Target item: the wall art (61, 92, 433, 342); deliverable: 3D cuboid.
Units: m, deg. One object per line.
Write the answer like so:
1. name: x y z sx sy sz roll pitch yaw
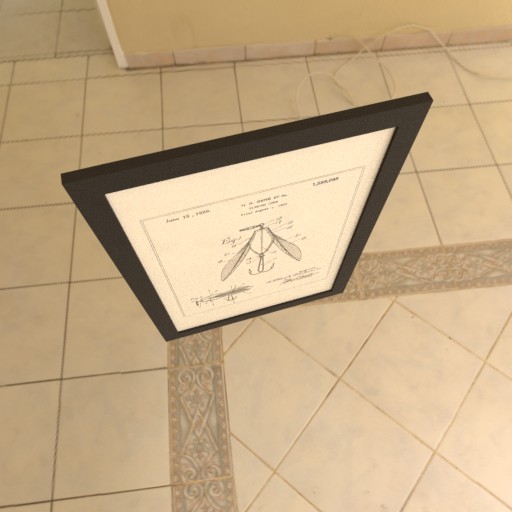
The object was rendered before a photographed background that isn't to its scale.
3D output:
1. wall art: 0.000 0.000 0.677 0.380 0.534 0.013 -15 64 -7
